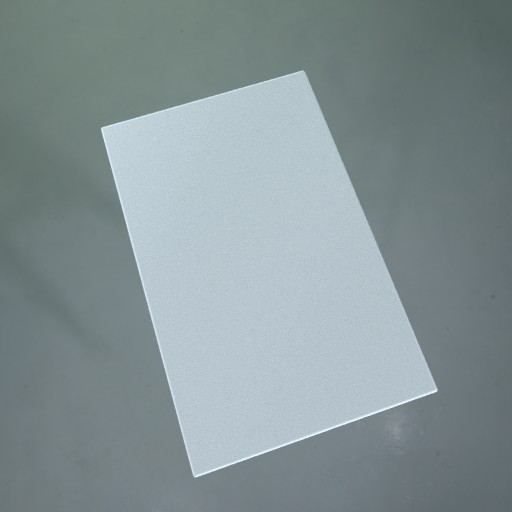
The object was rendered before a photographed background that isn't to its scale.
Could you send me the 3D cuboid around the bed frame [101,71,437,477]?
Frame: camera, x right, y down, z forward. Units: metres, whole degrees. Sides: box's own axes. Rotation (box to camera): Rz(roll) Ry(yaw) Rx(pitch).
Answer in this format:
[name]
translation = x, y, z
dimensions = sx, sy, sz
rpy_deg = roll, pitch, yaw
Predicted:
[bed frame]
translation = 0.000, 0.000, 3.829
dimensions = 1.930, 0.440, 2.987
rpy_deg = -18, 76, -5
